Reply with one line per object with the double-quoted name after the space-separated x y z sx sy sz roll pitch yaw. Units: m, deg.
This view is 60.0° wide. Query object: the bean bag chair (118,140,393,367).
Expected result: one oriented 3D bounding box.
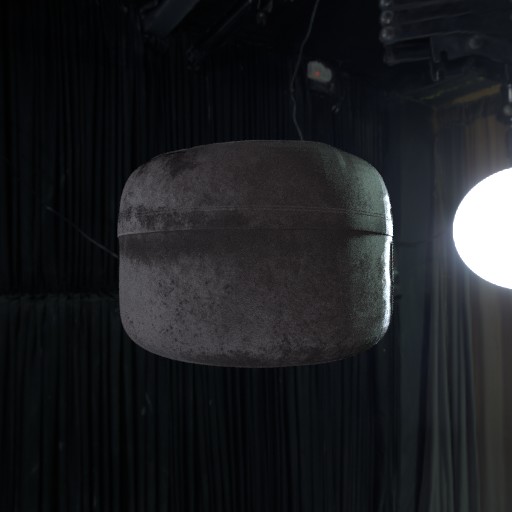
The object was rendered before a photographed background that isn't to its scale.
0.000 0.000 1.526 0.918 0.605 0.918 0 -1 0 "bean bag chair"
